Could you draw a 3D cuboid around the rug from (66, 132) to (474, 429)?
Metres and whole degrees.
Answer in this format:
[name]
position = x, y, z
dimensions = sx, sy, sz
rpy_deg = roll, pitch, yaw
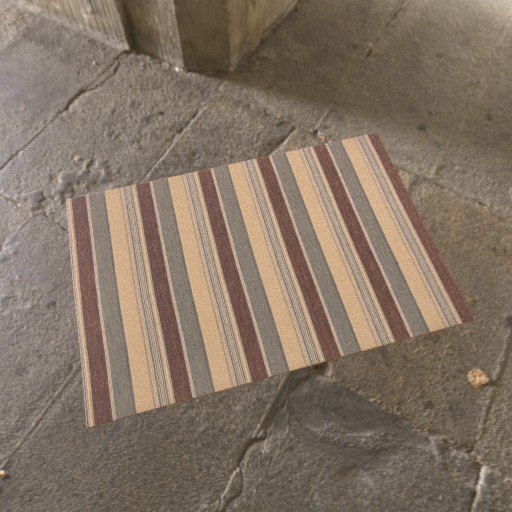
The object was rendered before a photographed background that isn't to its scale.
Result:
[rug]
position = 0.000, 0.000, 2.269
dimensions = 1.829, 0.008, 1.219
rpy_deg = -14, 64, -7
